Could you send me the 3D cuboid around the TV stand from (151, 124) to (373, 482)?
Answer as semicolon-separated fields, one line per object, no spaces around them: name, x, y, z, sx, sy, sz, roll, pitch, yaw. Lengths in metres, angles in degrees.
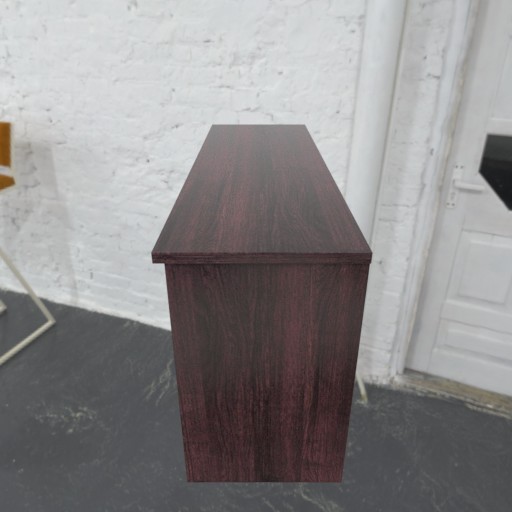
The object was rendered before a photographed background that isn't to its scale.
TV stand;0.000;0.000;1.435;0.404;0.614;1.192;0;27;0
